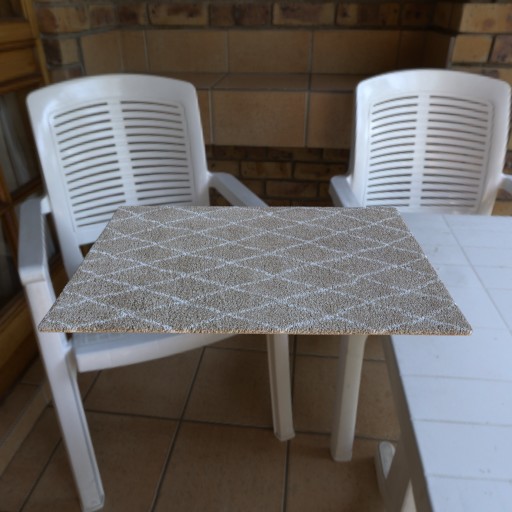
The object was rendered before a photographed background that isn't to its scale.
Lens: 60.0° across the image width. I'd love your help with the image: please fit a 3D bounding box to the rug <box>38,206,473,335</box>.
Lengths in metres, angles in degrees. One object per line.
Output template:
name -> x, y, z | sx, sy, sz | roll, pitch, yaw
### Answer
rug -> 0.000, 0.000, 2.325 | 1.778, 0.030, 1.219 | 0, 30, 1
